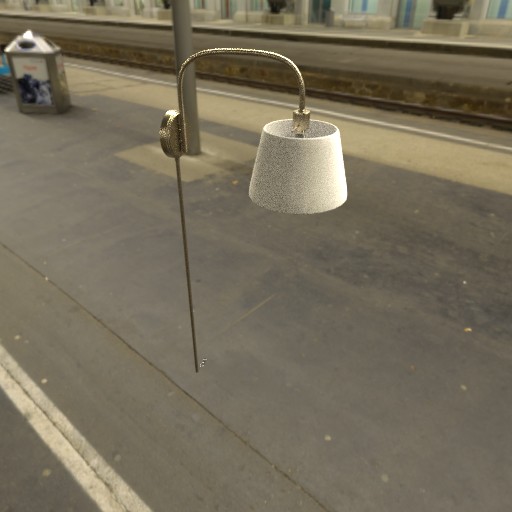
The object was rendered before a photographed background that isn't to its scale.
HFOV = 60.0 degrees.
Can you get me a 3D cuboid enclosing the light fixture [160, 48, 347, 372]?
[{"bbox_3d":[0.000,0.000,0.471,0.176,0.399,0.092,11,32,18],"label":"light fixture"}]
